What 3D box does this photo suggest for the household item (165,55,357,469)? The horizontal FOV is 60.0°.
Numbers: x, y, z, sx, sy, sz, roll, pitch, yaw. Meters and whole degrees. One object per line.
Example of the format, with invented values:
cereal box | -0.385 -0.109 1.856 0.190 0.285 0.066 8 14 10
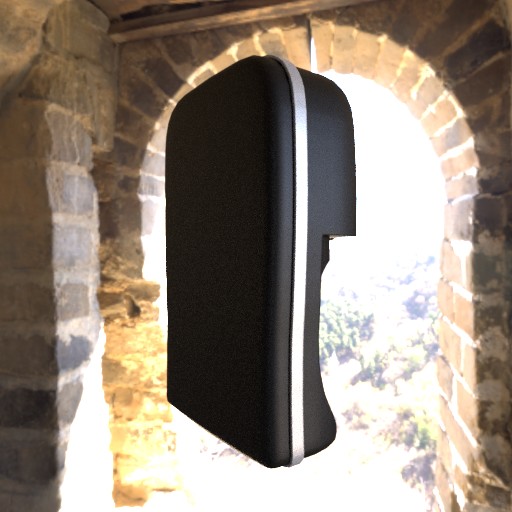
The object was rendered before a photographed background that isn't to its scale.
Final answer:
household item | 0.000 0.000 0.149 0.038 0.114 0.070 0 1 -35
